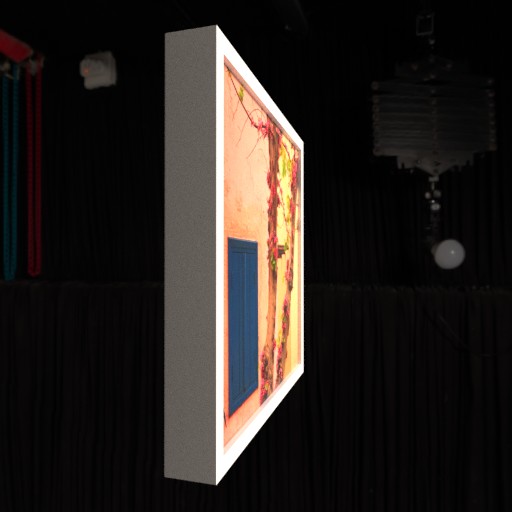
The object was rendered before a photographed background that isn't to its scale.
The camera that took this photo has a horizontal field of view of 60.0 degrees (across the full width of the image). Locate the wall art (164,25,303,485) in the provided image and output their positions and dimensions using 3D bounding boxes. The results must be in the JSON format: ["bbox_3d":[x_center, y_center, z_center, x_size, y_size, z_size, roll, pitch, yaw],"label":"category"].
[{"bbox_3d":[0.000,0.000,0.442,0.038,0.302,0.305,0,0,17],"label":"wall art"}]
